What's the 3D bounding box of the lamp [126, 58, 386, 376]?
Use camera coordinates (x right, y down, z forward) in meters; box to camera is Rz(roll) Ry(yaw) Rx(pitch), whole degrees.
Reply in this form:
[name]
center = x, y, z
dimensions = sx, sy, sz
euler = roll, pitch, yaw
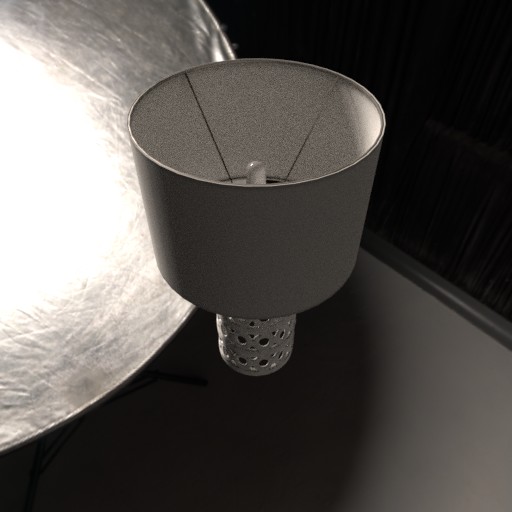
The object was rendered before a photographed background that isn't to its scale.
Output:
[lamp]
center = 0.000, 0.000, 0.712
dimensions = 0.310, 0.502, 0.310
euler = 0, 46, 0
